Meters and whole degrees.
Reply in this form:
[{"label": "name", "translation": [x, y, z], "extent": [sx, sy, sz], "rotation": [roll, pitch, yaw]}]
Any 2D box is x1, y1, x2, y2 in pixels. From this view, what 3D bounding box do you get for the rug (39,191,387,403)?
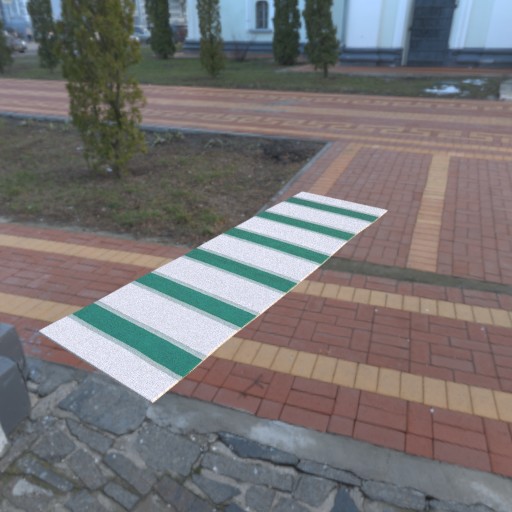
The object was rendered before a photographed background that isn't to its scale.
[{"label": "rug", "translation": [0.000, 0.000, 2.751], "extent": [0.768, 0.012, 2.438], "rotation": [18, 32, 31]}]
